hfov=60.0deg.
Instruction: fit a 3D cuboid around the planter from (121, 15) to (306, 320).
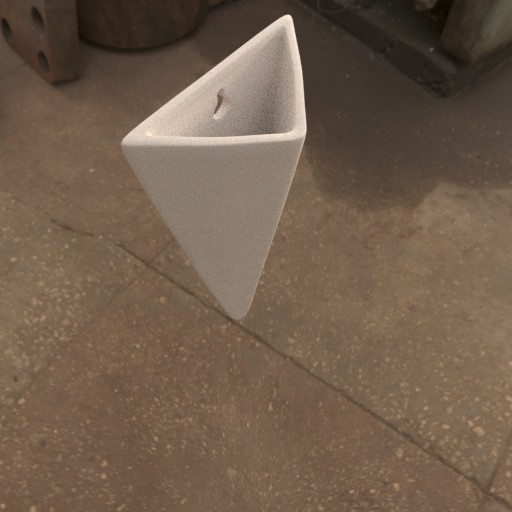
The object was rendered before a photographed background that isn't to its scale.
[{"bbox_3d":[0.000,0.000,0.382,0.065,0.338,0.143,34,64,19],"label":"planter"}]
